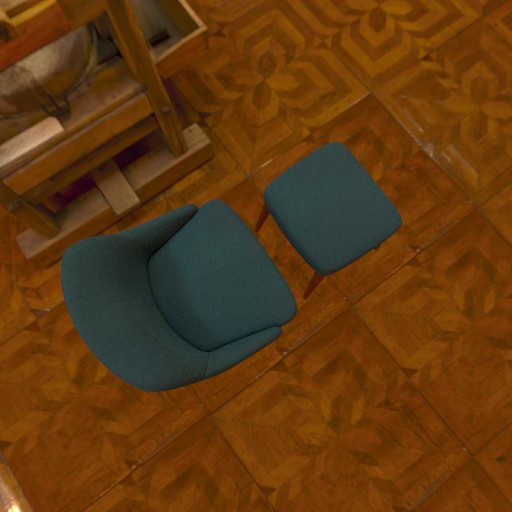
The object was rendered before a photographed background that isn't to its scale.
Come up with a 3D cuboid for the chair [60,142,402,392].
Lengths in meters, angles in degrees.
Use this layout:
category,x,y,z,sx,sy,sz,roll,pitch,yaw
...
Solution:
category,x,y,z,sx,sy,sz,roll,pitch,yaw
chair,0.000,0.000,1.632,1.114,0.866,0.584,-34,78,-8
